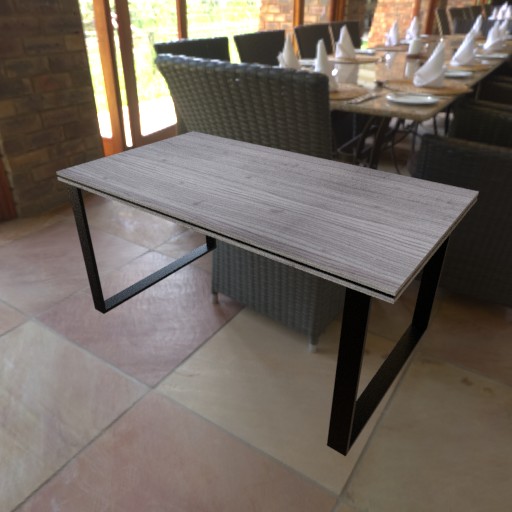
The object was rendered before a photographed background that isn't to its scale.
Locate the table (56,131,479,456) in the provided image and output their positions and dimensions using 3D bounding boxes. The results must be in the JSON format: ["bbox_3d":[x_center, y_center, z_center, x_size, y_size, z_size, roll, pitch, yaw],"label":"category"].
[{"bbox_3d":[0.000,0.000,2.068,1.579,0.736,0.881,20,36,31],"label":"table"}]
